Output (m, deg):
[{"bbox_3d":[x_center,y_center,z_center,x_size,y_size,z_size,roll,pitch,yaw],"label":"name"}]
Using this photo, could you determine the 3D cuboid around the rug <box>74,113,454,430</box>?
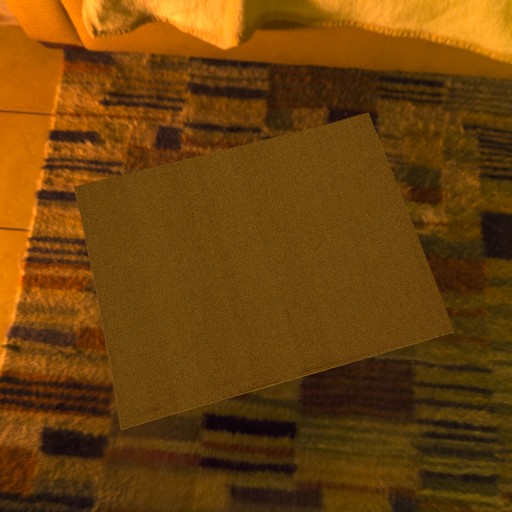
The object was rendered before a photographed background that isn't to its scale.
[{"bbox_3d":[0.000,0.000,4.343,3.202,0.045,2.434,-15,75,-4],"label":"rug"}]
